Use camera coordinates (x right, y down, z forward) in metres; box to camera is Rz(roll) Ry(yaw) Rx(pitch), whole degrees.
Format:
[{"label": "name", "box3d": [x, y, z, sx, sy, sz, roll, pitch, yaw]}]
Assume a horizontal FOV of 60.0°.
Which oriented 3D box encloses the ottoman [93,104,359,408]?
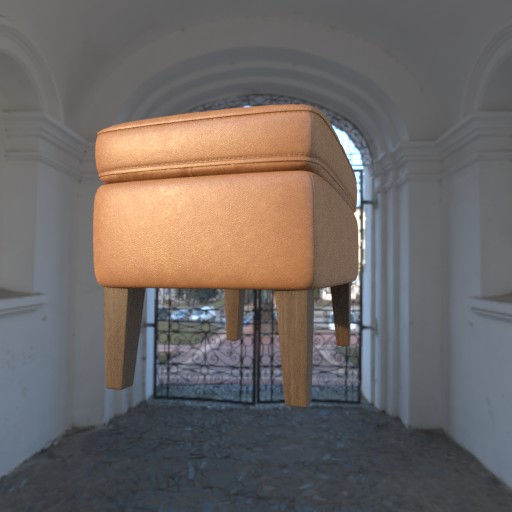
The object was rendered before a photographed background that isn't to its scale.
[{"label": "ottoman", "box3d": [0.000, 0.000, 1.000, 0.420, 0.480, 0.670, -1, -2, 18]}]
